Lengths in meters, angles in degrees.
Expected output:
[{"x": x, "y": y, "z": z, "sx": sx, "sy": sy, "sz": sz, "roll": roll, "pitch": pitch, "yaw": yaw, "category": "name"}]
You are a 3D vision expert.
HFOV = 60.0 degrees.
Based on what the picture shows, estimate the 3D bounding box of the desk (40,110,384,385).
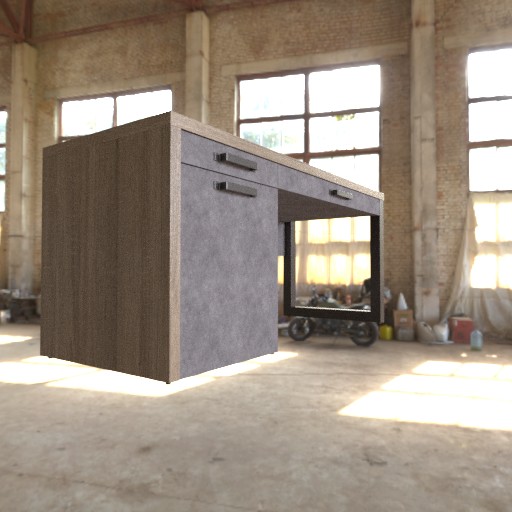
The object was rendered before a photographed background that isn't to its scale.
[{"x": 0.000, "y": 0.000, "z": 2.091, "sx": 0.690, "sy": 0.760, "sz": 1.700, "roll": -1, "pitch": -2, "yaw": 36, "category": "desk"}]
